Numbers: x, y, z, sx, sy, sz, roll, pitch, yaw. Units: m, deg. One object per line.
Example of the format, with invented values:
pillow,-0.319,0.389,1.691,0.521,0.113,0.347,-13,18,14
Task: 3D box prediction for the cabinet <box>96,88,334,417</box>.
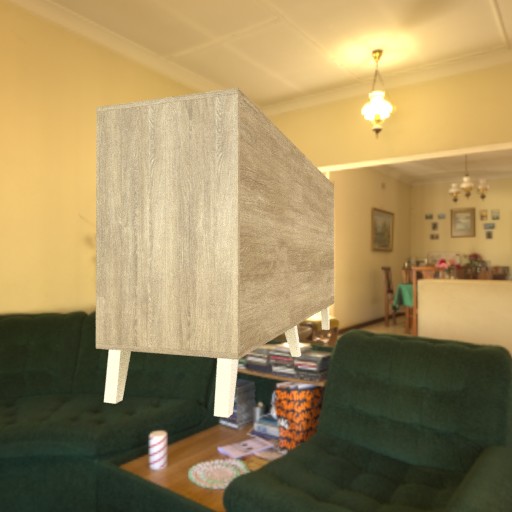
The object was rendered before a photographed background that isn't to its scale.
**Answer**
cabinet,0.000,0.000,1.993,0.450,0.870,1.600,0,-1,19
